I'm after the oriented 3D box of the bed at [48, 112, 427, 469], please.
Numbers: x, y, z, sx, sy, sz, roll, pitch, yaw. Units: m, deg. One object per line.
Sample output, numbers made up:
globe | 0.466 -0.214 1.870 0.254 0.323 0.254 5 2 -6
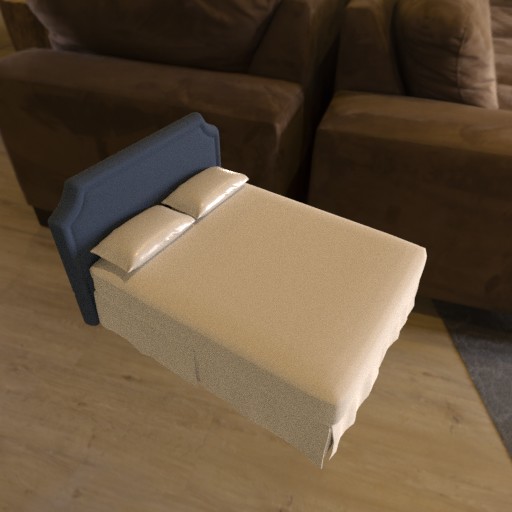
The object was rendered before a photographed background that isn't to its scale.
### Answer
bed | 0.000 0.000 3.402 2.260 1.297 1.831 24 46 25
